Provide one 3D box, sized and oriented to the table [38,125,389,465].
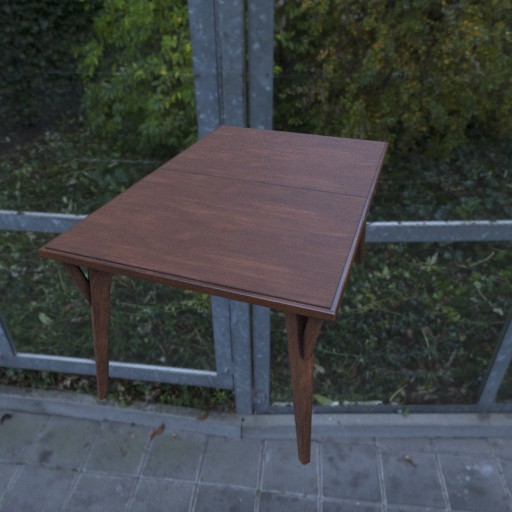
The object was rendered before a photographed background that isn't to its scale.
[{"bbox_3d":[0.000,0.000,2.129,0.990,0.761,1.524,11,34,16],"label":"table"}]
